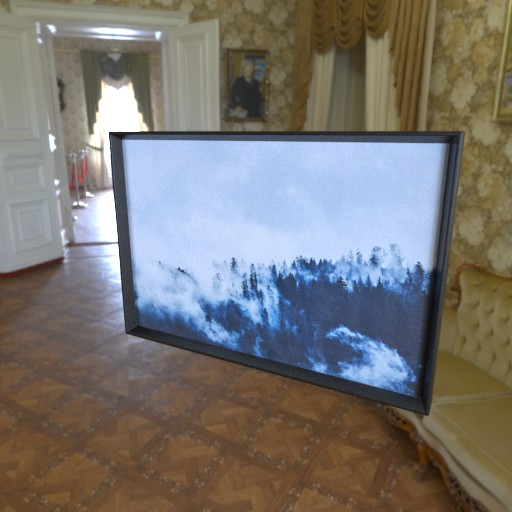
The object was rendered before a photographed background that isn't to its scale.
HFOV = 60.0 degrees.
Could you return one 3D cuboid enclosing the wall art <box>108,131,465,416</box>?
[{"bbox_3d":[0.000,0.000,1.181,0.939,0.640,0.058,8,18,27],"label":"wall art"}]
